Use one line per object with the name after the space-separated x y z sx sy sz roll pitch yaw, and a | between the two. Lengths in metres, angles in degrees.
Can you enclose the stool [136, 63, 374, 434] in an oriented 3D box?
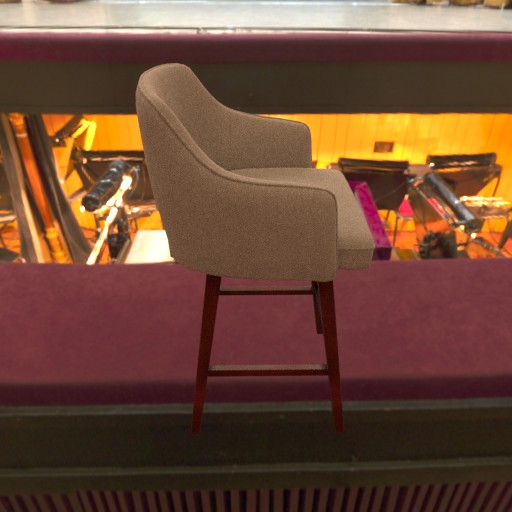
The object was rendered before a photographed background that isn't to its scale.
0.000 0.000 1.305 0.558 1.012 0.548 0 33 -1 | stool
